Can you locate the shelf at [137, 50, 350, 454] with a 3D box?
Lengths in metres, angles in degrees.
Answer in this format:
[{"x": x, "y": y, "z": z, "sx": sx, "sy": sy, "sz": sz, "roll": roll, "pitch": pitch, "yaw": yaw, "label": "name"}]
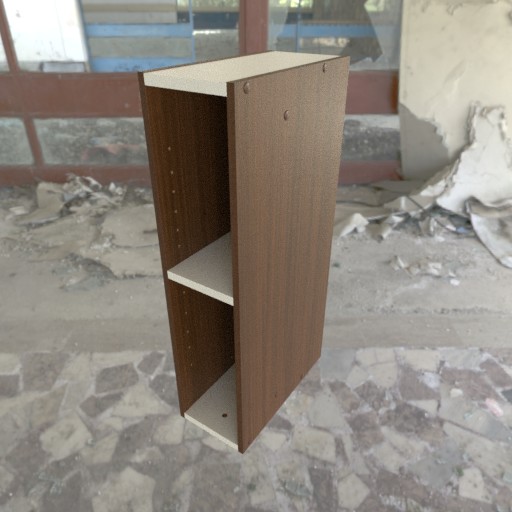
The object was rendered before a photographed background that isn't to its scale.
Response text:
[{"x": 0.000, "y": 0.000, "z": 0.745, "sx": 0.147, "sy": 0.600, "sz": 0.290, "roll": 19, "pitch": 35, "yaw": 29, "label": "shelf"}]
